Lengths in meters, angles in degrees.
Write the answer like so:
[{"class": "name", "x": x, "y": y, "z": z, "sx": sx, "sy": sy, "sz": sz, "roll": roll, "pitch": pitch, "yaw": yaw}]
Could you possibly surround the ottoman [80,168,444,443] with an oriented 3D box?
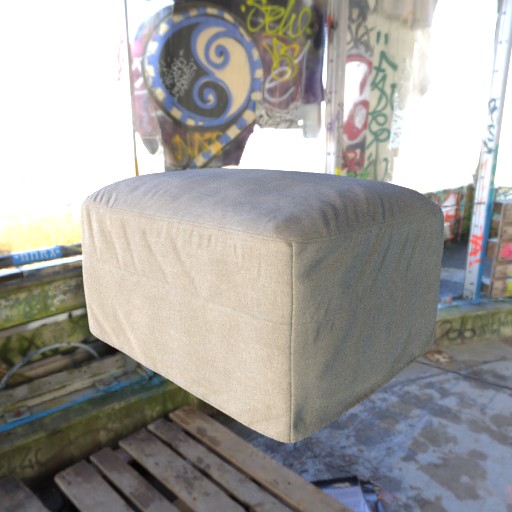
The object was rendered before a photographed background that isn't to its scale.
[{"class": "ottoman", "x": 0.000, "y": 0.000, "z": 1.251, "sx": 0.837, "sy": 0.481, "sz": 0.683, "roll": 13, "pitch": 20, "yaw": 42}]
